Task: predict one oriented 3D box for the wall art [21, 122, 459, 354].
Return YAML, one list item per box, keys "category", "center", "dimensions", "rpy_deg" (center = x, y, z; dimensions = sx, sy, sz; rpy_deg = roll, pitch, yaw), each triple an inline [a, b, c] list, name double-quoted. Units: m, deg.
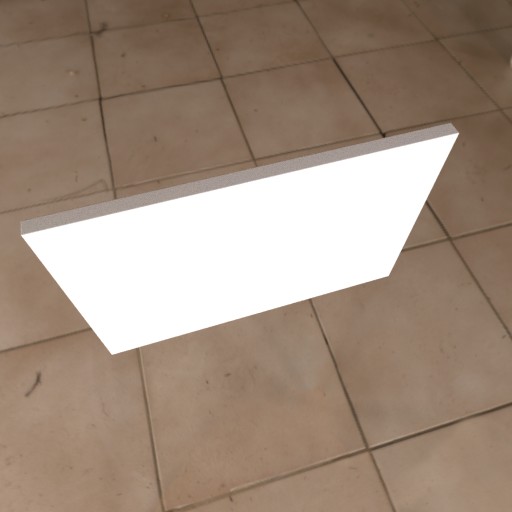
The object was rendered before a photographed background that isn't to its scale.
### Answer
- category: "wall art"
  center: [0.000, 0.000, 1.132]
  dimensions: [0.898, 0.601, 0.038]
  rpy_deg: [-15, 58, -9]
